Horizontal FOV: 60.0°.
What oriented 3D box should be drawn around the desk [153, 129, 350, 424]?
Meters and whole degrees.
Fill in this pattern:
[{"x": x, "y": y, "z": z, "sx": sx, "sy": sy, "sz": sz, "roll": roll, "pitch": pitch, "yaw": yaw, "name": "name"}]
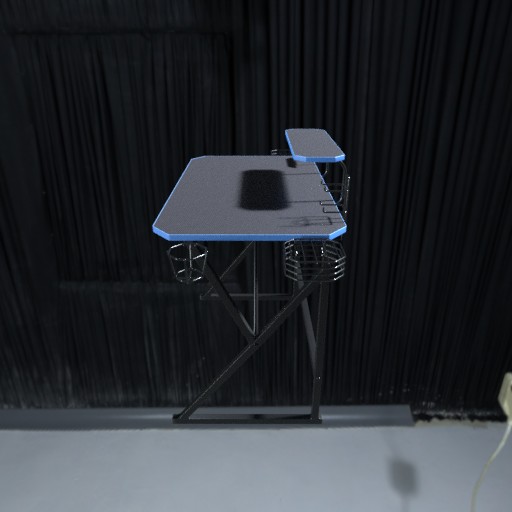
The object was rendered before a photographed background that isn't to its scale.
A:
[{"x": 0.000, "y": 0.000, "z": 1.780, "sx": 0.594, "sy": 0.909, "sz": 1.295, "roll": 0, "pitch": 25, "yaw": 0, "name": "desk"}]
